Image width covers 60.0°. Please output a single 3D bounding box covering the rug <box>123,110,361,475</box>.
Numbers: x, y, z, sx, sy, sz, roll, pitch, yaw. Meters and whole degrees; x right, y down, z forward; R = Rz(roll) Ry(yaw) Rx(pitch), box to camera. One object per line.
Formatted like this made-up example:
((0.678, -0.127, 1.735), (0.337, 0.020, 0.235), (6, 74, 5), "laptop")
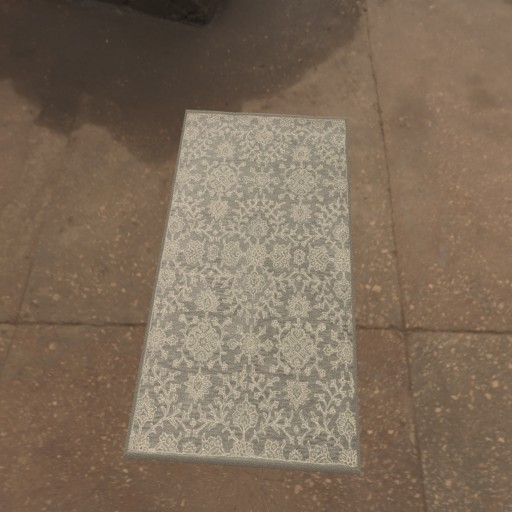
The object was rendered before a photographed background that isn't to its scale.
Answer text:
((0.000, 0.000, 3.547), (1.546, 0.011, 3.048), (3, 63, 2), "rug")
